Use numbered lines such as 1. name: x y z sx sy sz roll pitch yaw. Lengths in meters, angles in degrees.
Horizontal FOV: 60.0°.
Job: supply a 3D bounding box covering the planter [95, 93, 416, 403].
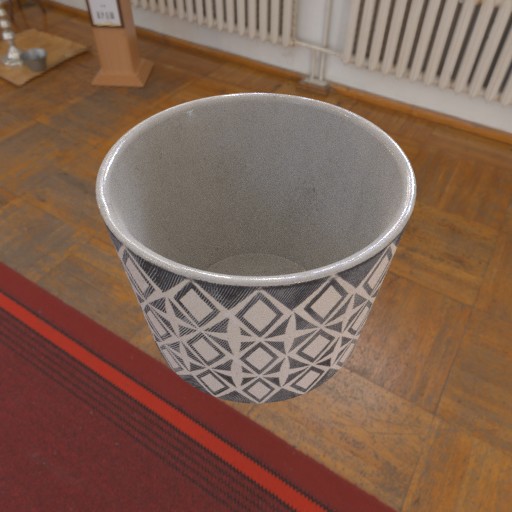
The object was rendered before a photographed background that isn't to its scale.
1. planter: 0.000 0.000 0.449 0.260 0.220 0.260 0 46 0
